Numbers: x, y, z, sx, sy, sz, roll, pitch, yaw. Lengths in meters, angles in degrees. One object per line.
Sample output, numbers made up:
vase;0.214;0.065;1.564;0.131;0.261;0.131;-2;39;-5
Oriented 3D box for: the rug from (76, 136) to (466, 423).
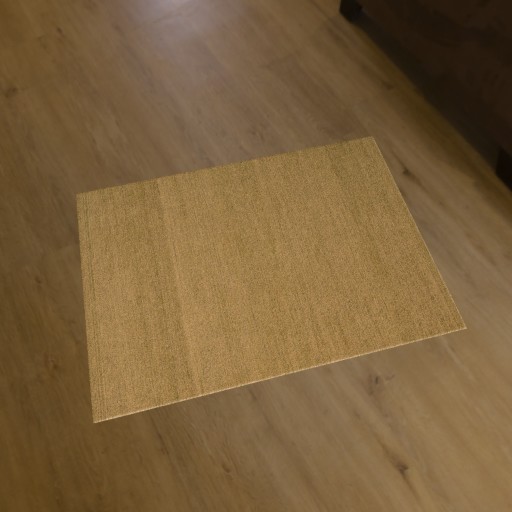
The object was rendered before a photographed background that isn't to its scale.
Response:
rug;0.000;0.000;5.127;3.935;0.025;2.782;-12;63;-6
